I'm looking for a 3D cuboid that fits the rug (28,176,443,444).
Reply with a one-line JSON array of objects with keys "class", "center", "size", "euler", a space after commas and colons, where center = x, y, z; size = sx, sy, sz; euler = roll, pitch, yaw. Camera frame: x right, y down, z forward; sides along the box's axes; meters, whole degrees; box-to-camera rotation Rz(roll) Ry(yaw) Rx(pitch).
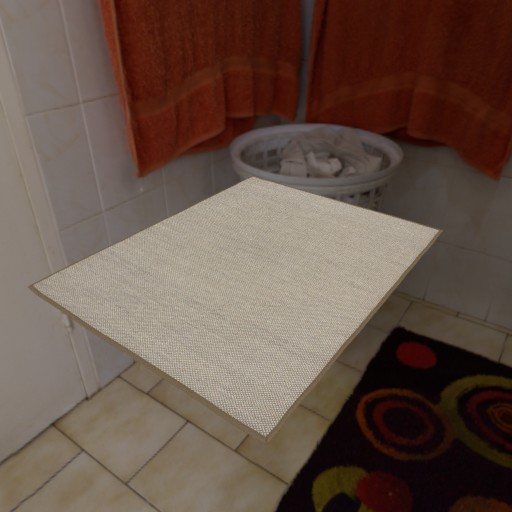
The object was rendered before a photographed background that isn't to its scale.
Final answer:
[{"class": "rug", "center": [0.000, 0.000, 4.013], "size": [2.413, 0.020, 3.041], "euler": [22, 38, 31]}]
